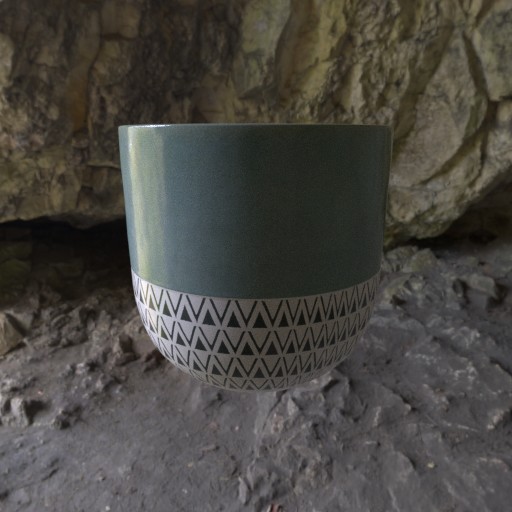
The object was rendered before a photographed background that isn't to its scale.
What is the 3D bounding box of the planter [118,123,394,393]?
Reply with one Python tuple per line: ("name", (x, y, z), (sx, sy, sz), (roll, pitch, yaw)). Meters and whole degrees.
("planter", (0.000, 0.000, 0.481), (0.266, 0.270, 0.266), (0, 15, 0))
